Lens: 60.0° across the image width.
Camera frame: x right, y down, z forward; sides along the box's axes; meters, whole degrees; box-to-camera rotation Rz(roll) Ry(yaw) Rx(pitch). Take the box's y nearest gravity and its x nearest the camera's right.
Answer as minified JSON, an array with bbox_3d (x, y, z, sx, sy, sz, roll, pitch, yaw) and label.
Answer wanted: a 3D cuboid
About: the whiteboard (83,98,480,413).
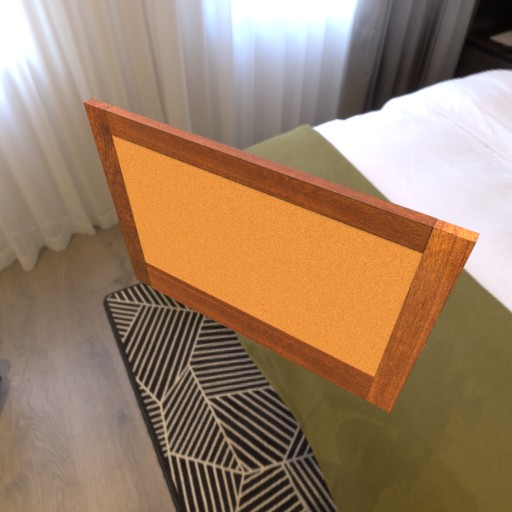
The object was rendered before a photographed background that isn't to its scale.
[{"bbox_3d":[0.000,0.000,0.996,0.783,0.559,0.083,24,51,21],"label":"whiteboard"}]
